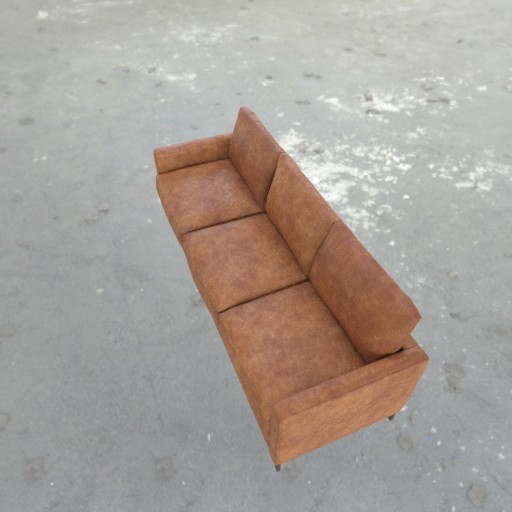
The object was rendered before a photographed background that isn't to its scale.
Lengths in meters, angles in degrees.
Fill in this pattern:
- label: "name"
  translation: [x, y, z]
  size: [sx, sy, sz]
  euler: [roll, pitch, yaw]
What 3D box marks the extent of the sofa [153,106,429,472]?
- label: "sofa"
  translation: [0.000, 0.000, 2.513]
  size: [0.748, 0.863, 2.029]
  euler: [-17, 49, -16]
